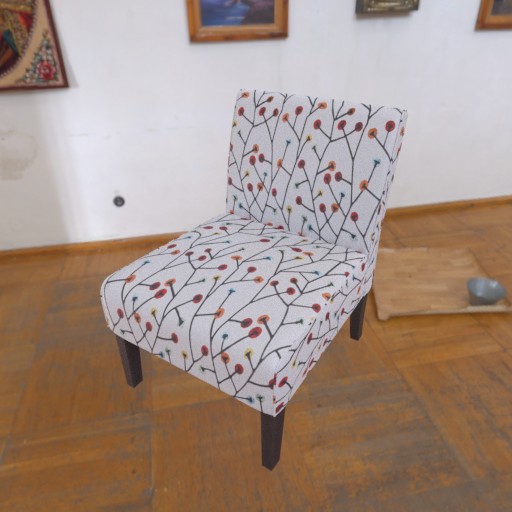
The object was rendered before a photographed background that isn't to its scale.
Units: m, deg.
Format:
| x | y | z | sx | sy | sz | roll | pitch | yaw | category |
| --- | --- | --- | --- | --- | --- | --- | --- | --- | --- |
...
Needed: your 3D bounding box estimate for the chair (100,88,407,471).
| x | y | z | sx | sy | sz | roll | pitch | yaw | category |
| --- | --- | --- | --- | --- | --- | --- | --- | --- | --- |
| 0.000 | 0.000 | 1.348 | 0.597 | 0.813 | 0.732 | 19 | 36 | 28 | chair |
